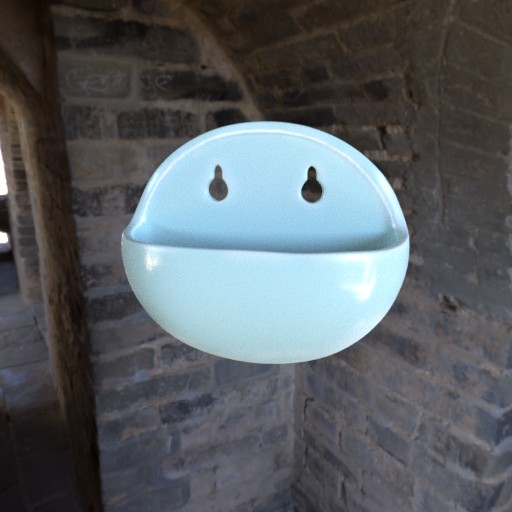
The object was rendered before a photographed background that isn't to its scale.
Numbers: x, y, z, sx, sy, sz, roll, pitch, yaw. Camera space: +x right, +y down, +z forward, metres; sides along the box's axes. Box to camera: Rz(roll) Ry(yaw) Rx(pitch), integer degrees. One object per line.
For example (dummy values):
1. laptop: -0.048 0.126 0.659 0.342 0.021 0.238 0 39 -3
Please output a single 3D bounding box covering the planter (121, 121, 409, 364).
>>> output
1. planter: 0.000 0.000 0.276 0.189 0.164 0.073 2 15 10
